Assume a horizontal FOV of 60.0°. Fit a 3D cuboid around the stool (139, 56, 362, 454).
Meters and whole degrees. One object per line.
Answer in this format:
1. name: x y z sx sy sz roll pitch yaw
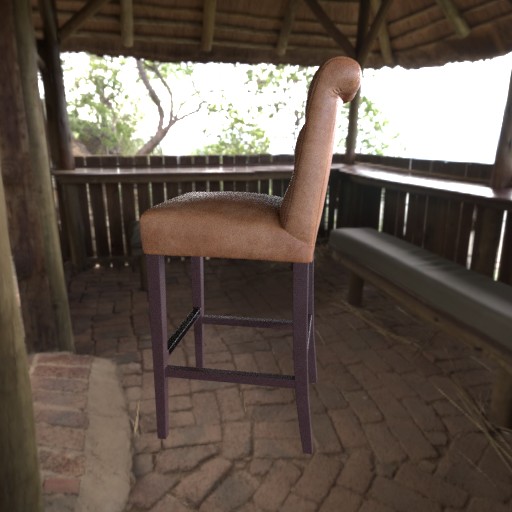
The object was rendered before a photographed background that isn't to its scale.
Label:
1. stool: 0.000 0.000 1.461 0.601 1.140 0.493 2 15 9
